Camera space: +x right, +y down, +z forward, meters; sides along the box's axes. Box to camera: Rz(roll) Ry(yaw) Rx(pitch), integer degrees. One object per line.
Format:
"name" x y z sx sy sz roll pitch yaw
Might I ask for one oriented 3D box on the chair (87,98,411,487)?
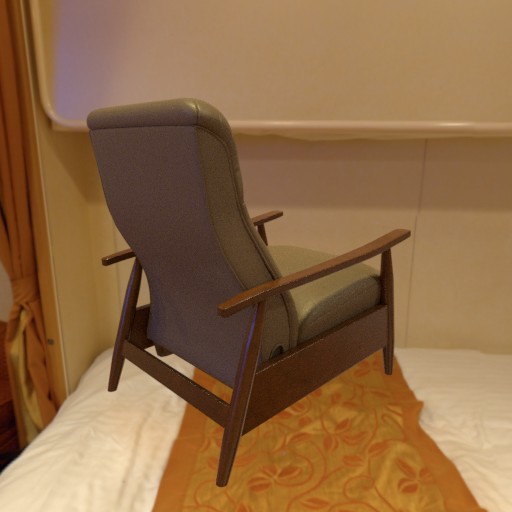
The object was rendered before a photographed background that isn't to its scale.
"chair" 0.000 0.000 1.732 1.014 1.082 0.762 -13 19 -42
